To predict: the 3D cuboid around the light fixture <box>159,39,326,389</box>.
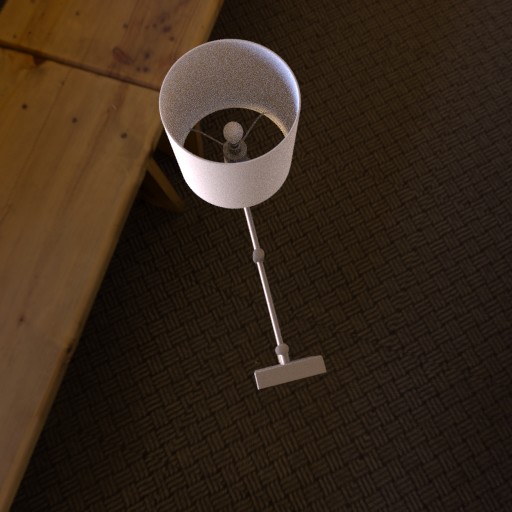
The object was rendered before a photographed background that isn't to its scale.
[{"bbox_3d":[0.000,0.000,0.917,0.203,0.651,0.516,-13,77,-3],"label":"light fixture"}]
